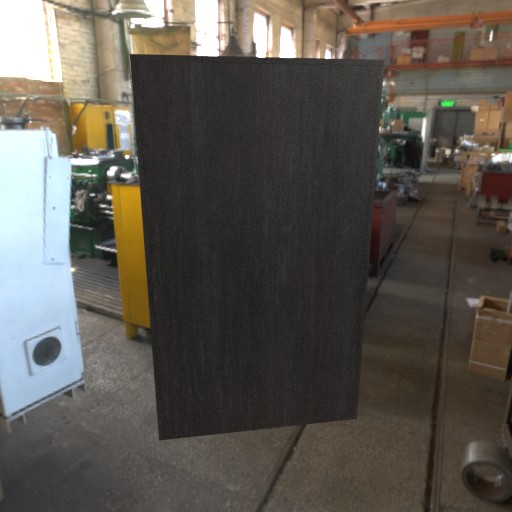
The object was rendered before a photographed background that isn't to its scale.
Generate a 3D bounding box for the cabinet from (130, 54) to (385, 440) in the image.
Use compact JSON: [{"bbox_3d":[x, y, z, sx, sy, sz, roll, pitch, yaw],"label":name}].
[{"bbox_3d":[0.000,0.000,1.588,0.750,1.280,0.250,-3,17,-9],"label":"cabinet"}]
